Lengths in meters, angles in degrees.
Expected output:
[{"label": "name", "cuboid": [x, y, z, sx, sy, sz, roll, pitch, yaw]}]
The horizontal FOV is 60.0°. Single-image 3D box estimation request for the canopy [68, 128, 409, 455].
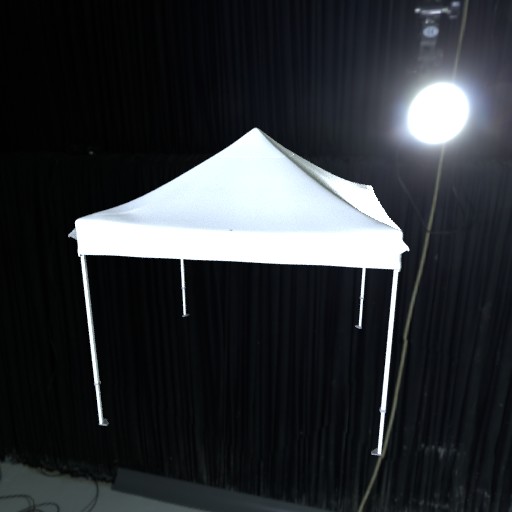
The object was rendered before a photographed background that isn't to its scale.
[{"label": "canopy", "cuboid": [0.000, 0.000, 5.395, 2.994, 2.998, 2.996, 3, 17, 9]}]
